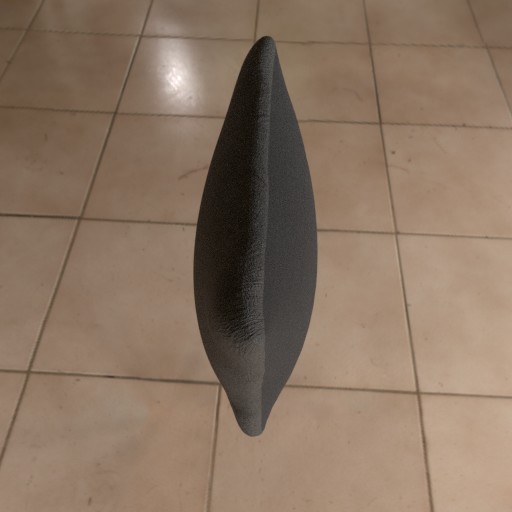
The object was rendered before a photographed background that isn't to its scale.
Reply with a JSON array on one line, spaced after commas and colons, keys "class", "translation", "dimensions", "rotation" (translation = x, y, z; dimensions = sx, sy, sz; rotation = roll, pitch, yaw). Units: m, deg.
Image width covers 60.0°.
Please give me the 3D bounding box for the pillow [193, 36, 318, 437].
[{"class": "pillow", "translation": [0.000, 0.000, 0.791], "dimensions": [0.210, 0.523, 0.533], "rotation": [2, 58, 1]}]
